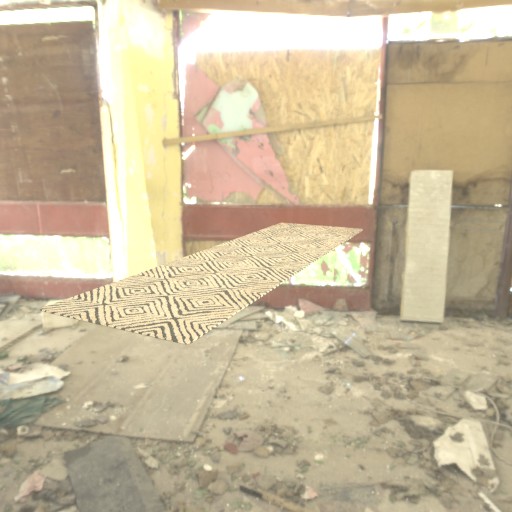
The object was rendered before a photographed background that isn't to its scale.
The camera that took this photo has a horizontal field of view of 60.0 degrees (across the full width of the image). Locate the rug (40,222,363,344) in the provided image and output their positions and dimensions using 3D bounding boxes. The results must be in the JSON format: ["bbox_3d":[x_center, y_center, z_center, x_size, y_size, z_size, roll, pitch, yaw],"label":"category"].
[{"bbox_3d":[0.000,0.000,2.500,0.676,0.008,2.277,7,15,26],"label":"rug"}]
